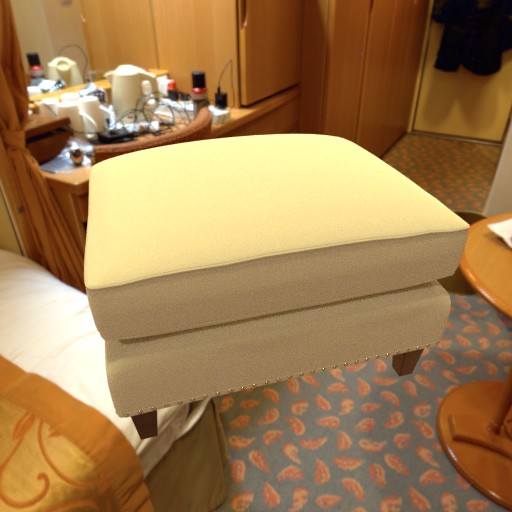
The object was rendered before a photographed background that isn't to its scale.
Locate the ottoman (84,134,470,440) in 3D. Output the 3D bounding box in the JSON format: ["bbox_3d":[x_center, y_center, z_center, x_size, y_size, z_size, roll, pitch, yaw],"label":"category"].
[{"bbox_3d":[0.000,0.000,1.110,0.741,0.513,0.584,-9,34,-14],"label":"ottoman"}]
